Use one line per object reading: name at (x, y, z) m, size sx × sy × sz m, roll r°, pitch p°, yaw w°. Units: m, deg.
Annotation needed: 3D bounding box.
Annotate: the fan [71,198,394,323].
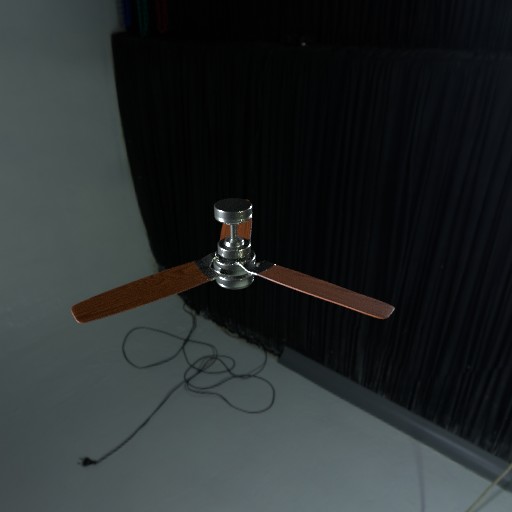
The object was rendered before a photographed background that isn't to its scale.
fan at (0.000, 0.000, 2.036) m, size 1.271 × 0.410 × 1.416 m, roll 18°, pitch 34°, yaw 30°
